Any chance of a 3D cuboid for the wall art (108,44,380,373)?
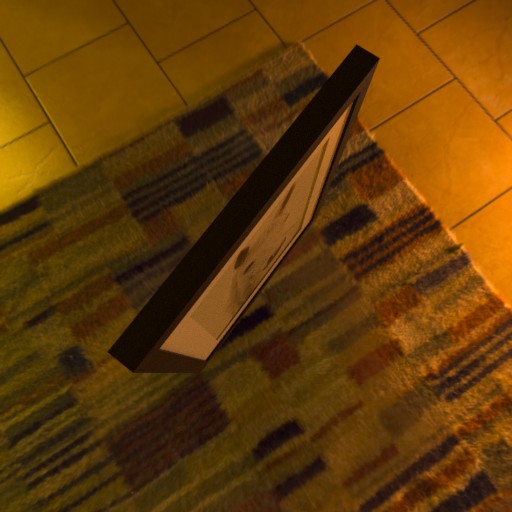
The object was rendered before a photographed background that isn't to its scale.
[{"bbox_3d":[0.000,0.000,0.755,0.034,0.552,0.455,36,78,9],"label":"wall art"}]
